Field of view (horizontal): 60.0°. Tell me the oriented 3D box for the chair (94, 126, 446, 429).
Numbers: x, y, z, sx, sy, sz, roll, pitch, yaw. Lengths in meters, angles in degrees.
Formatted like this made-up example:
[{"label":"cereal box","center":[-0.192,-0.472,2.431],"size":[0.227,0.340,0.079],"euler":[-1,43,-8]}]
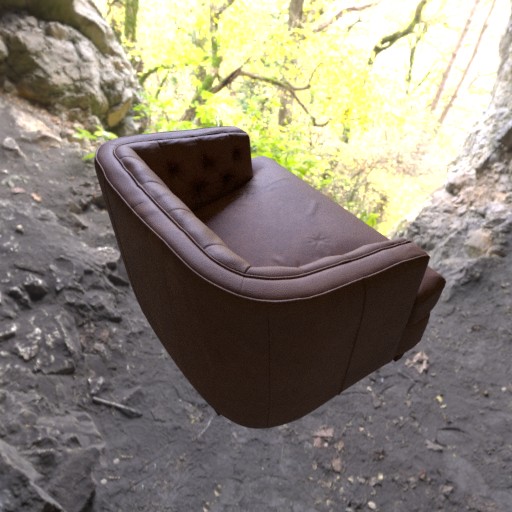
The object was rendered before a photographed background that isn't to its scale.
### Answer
[{"label":"chair","center":[0.000,0.000,1.730],"size":[0.911,0.836,1.119],"euler":[-25,47,-25]}]
